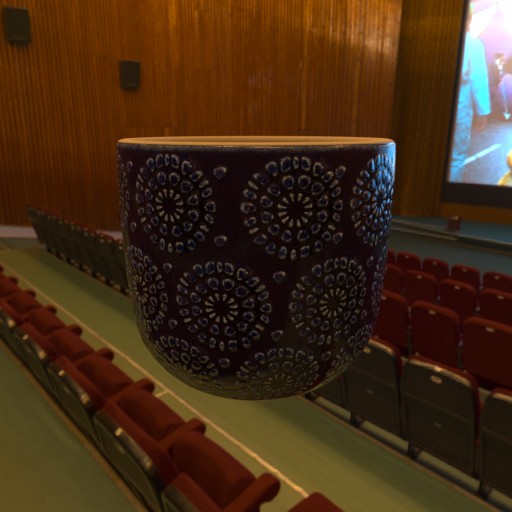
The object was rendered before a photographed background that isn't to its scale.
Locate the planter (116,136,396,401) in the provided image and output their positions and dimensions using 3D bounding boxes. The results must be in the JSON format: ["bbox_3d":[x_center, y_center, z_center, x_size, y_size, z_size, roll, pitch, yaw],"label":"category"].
[{"bbox_3d":[0.000,0.000,0.290,0.165,0.149,0.165,0,16,0],"label":"planter"}]
